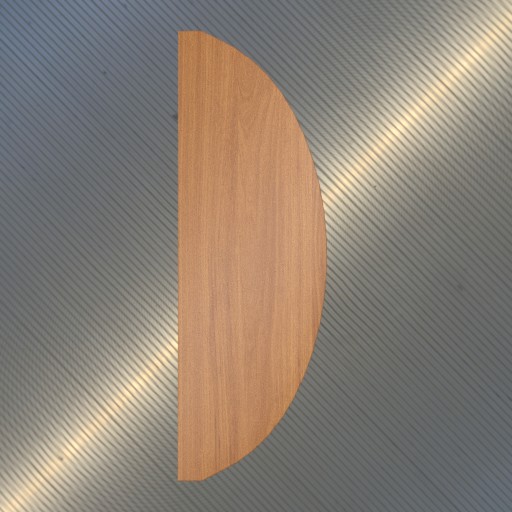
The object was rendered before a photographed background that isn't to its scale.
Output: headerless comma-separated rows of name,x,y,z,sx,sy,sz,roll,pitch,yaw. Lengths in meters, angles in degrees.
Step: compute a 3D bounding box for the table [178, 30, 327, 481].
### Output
table,0.000,0.000,1.517,0.394,0.692,1.198,0,90,2
